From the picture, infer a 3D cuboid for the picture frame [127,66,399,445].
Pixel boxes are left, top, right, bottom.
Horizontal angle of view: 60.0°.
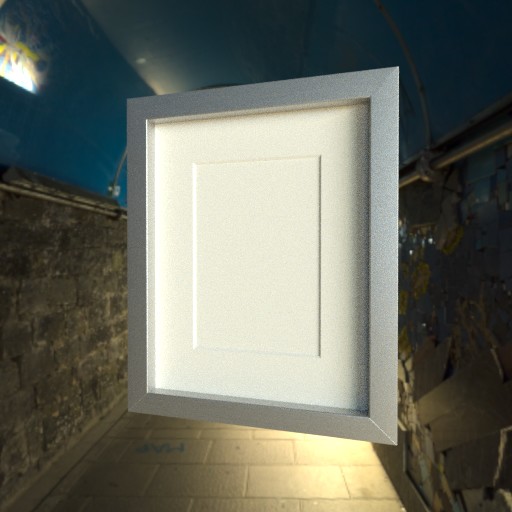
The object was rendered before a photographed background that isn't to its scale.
[{"bbox_3d":[0.000,0.000,0.381,0.233,0.282,0.036,0,1,18],"label":"picture frame"}]
